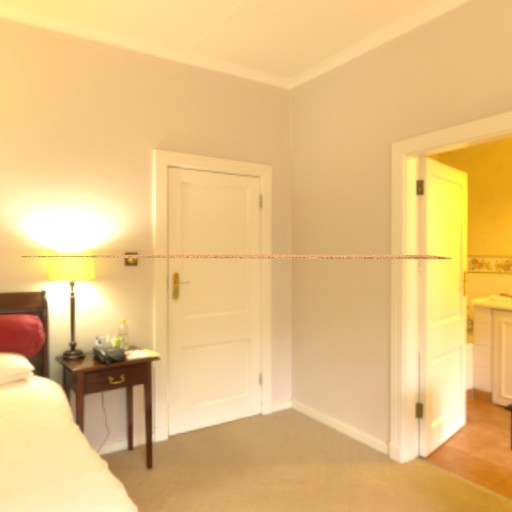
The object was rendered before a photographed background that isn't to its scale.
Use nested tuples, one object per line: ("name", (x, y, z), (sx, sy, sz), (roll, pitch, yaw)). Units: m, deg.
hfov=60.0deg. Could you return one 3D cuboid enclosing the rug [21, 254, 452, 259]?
("rug", (0.000, 0.000, 4.238), (3.200, 0.012, 2.438), (0, 1, 18))
